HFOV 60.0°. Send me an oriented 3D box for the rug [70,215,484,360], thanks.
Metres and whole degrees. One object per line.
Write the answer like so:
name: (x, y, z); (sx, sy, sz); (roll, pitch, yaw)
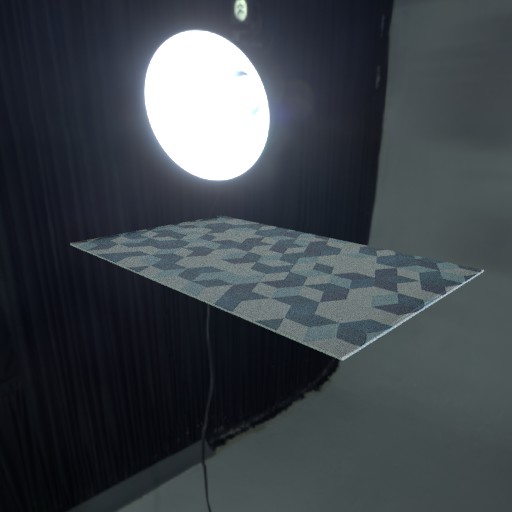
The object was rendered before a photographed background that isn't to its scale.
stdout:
rug: (0.000, 0.000, 3.027); (2.438, 0.015, 1.518); (16, 22, 43)
